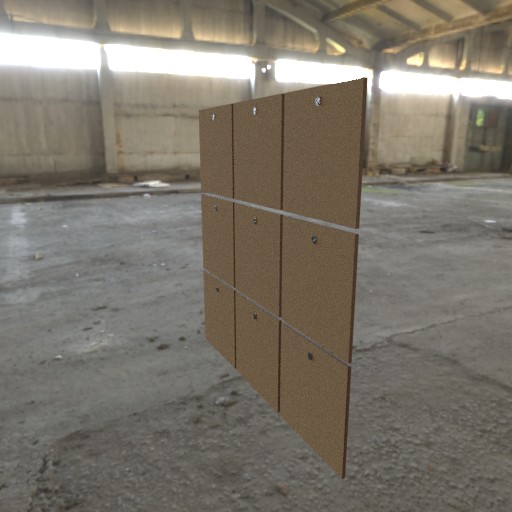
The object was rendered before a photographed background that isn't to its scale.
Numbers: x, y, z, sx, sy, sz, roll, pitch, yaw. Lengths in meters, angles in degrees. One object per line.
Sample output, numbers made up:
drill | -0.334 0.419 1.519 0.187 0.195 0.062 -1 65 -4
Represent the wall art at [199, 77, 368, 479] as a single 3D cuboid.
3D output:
wall art | 0.000 0.000 1.814 0.019 1.218 1.221 -7 16 -27
